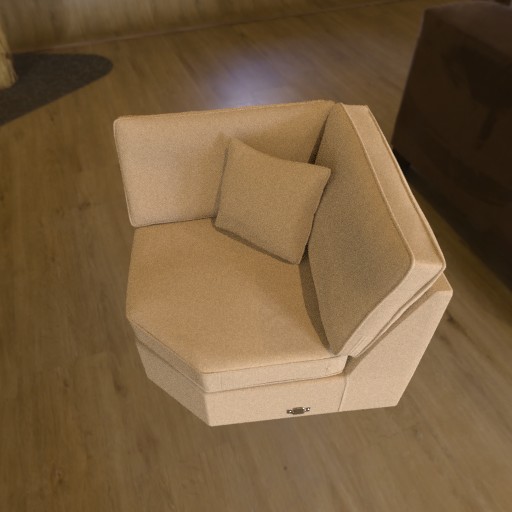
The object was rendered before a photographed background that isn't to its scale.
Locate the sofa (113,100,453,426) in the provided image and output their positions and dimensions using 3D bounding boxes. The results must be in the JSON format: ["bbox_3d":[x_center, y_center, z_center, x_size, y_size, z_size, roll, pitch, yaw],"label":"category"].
[{"bbox_3d":[0.000,0.000,1.797,1.050,0.937,1.042,-4,46,-4],"label":"sofa"}]
